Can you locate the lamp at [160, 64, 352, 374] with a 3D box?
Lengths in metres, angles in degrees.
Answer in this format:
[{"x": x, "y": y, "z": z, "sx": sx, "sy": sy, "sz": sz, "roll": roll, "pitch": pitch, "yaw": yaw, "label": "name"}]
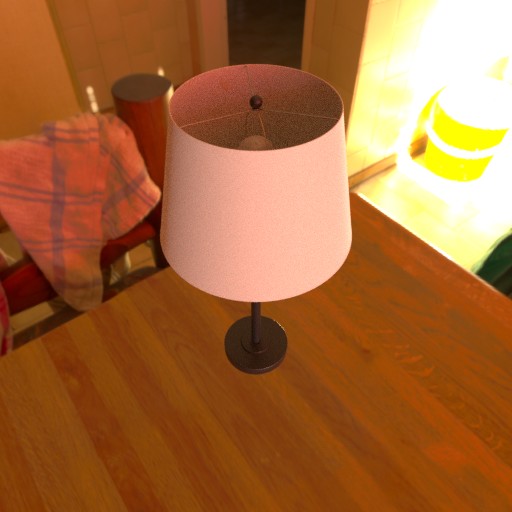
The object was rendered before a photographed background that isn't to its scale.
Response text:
[{"x": 0.000, "y": 0.000, "z": 0.910, "sx": 0.363, "sy": 0.696, "sz": 0.363, "roll": 0, "pitch": 47, "yaw": 0, "label": "lamp"}]
